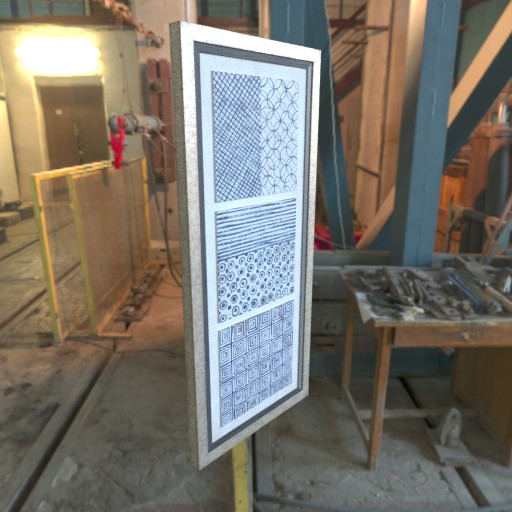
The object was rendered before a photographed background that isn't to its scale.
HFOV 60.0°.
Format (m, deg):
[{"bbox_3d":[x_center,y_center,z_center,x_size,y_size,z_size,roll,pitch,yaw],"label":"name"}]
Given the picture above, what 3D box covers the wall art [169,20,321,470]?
[{"bbox_3d":[0.000,0.000,1.633,0.051,1.461,0.648,15,22,41],"label":"wall art"}]
